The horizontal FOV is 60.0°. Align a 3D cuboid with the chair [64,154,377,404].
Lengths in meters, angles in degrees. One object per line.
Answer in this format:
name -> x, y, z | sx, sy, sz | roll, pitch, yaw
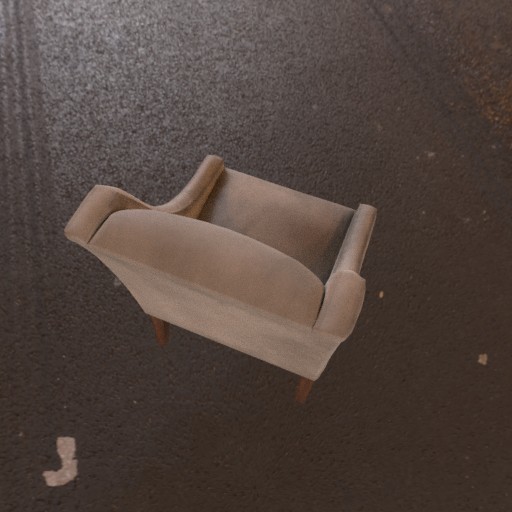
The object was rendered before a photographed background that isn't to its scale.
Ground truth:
chair -> 0.000, 0.000, 1.368 | 0.629, 0.895, 0.629 | 20, 64, 10
